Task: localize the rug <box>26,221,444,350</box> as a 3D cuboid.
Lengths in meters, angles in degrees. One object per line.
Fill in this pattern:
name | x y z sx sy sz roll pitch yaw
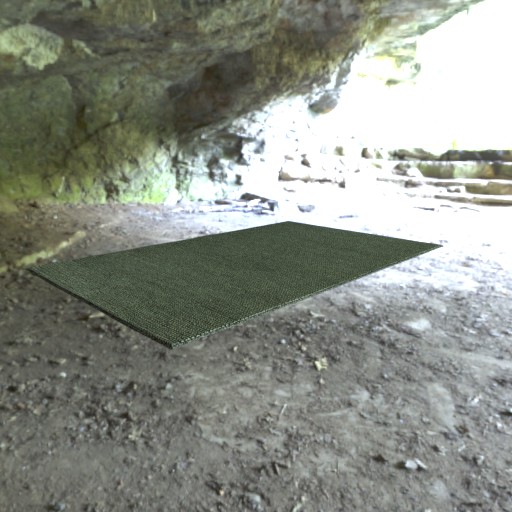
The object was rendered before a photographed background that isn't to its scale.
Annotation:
rug | 0.000 0.000 3.006 1.538 0.021 2.443 14 20 43
